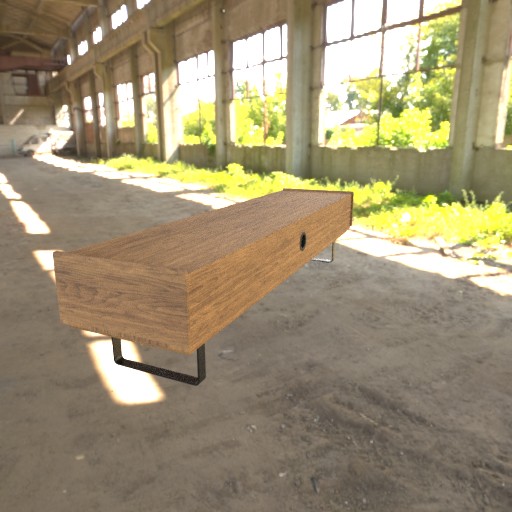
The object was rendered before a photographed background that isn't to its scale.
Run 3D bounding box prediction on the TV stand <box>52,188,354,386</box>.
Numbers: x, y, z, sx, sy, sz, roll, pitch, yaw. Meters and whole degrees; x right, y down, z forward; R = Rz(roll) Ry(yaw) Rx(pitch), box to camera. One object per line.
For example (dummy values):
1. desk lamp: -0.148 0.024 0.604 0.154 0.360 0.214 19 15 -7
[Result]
1. TV stand: 0.000 0.000 2.025 0.467 0.415 1.796 7 17 24
